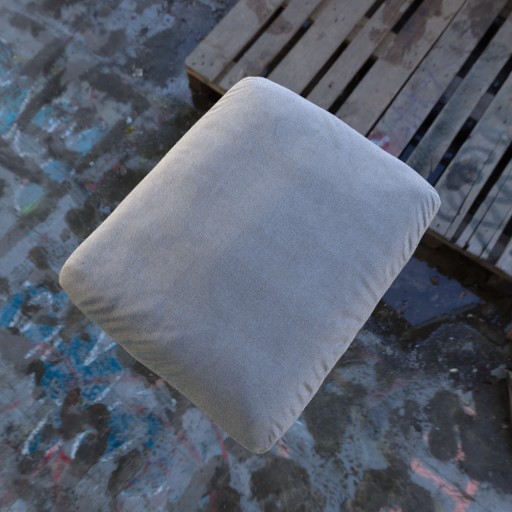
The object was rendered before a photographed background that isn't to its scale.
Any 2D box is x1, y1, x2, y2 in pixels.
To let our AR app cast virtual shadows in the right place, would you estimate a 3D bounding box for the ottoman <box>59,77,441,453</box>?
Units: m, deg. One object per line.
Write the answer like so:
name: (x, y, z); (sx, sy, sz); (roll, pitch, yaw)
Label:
ottoman: (0.000, 0.000, 1.259); (0.683, 0.481, 0.837); (37, 77, 10)
